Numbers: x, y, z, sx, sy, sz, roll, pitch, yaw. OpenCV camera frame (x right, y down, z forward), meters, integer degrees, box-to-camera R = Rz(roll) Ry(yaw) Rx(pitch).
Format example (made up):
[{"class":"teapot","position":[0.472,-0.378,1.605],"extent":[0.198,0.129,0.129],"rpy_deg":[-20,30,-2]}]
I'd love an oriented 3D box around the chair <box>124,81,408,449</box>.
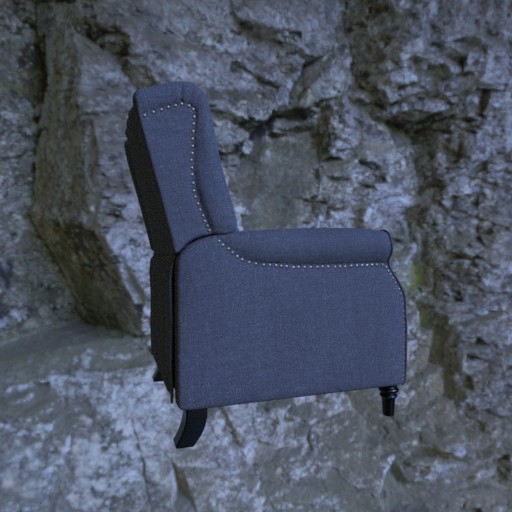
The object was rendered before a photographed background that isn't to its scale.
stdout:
[{"class":"chair","position":[0.000,0.000,1.611],"extent":[0.898,1.035,0.742],"rpy_deg":[-1,2,-19]}]
